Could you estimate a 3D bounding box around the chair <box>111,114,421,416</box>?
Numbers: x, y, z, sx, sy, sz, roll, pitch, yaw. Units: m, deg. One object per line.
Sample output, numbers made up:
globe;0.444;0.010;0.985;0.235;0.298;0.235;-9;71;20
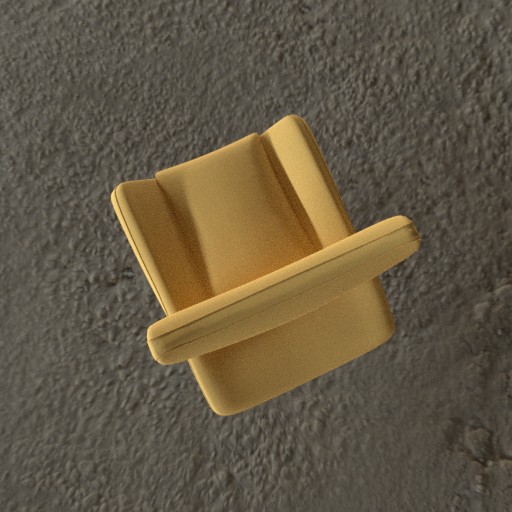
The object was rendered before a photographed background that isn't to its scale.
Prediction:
chair;0.000;0.000;1.702;0.859;0.855;1.008;-24;76;-6
